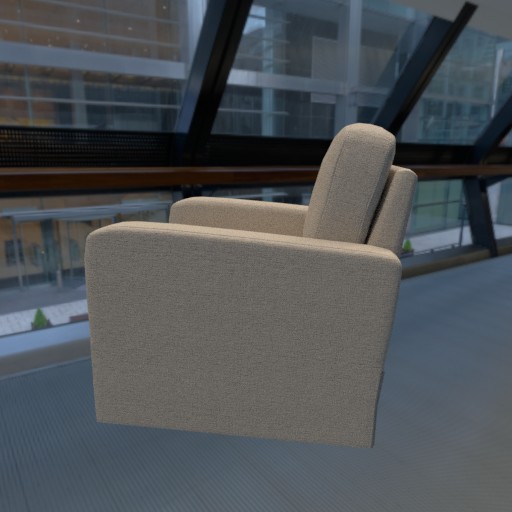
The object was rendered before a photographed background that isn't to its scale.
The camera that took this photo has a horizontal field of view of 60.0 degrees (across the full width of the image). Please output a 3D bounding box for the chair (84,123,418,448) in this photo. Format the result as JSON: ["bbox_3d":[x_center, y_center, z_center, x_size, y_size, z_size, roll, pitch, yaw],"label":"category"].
[{"bbox_3d":[0.000,0.000,1.469,0.888,0.827,0.755,2,14,9],"label":"chair"}]
